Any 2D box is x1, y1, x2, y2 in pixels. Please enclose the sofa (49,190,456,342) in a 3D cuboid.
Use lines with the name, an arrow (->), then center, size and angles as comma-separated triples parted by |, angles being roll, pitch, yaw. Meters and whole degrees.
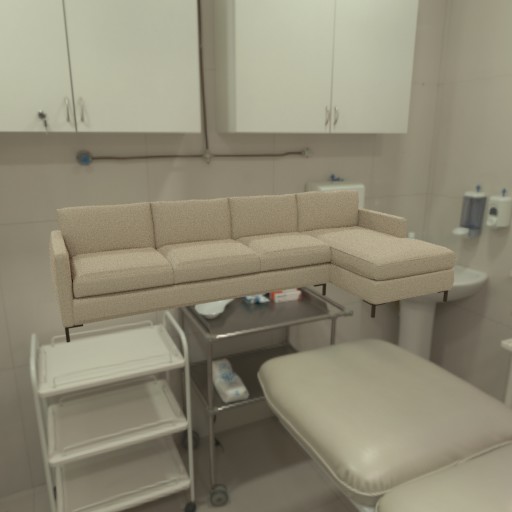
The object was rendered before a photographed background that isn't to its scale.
sofa -> 0.000, 0.000, 3.242 | 2.731, 0.755, 1.258 | -7, 17, -24
